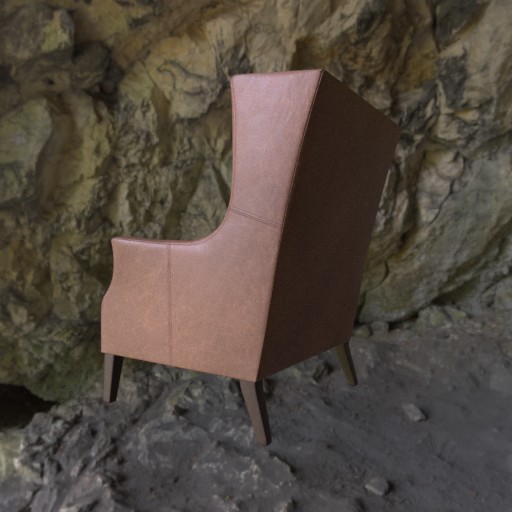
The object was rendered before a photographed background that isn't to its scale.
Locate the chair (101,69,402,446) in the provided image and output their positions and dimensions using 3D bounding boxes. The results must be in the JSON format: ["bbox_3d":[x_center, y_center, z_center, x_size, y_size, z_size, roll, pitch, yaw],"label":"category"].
[{"bbox_3d":[0.000,0.000,1.709,0.913,1.088,0.815,1,1,34],"label":"chair"}]
